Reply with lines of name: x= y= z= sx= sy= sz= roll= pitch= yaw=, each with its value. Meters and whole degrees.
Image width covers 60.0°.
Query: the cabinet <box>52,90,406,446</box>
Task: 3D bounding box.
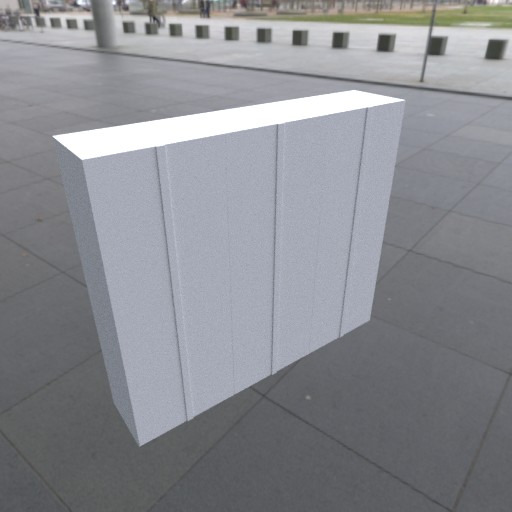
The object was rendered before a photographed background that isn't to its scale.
cabinet: x=0.000 y=0.000 z=3.828 sx=2.700 sy=2.370 sz=0.590 roll=-20 pitch=36 yaw=-31
